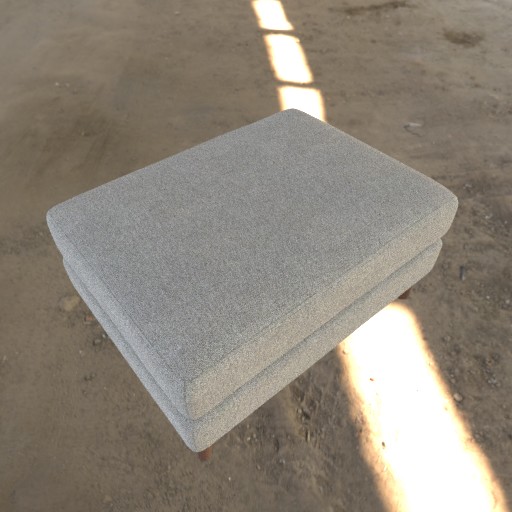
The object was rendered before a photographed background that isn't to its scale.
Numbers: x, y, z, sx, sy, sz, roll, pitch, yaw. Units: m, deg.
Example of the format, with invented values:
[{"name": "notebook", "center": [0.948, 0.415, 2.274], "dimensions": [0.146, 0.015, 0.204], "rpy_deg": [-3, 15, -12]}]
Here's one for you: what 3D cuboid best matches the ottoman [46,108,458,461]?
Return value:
[{"name": "ottoman", "center": [0.000, 0.000, 1.180], "dimensions": [0.821, 0.441, 0.611], "rpy_deg": [-31, 53, -27]}]
